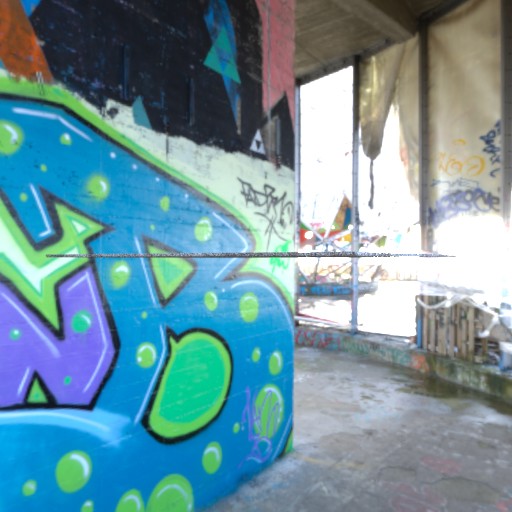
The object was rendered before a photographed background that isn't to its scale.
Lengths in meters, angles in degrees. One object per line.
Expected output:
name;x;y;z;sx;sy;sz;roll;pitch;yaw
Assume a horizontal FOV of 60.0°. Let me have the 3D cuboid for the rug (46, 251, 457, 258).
rug;0.000;0.000;4.127;3.000;0.025;2.401;0;0;36
